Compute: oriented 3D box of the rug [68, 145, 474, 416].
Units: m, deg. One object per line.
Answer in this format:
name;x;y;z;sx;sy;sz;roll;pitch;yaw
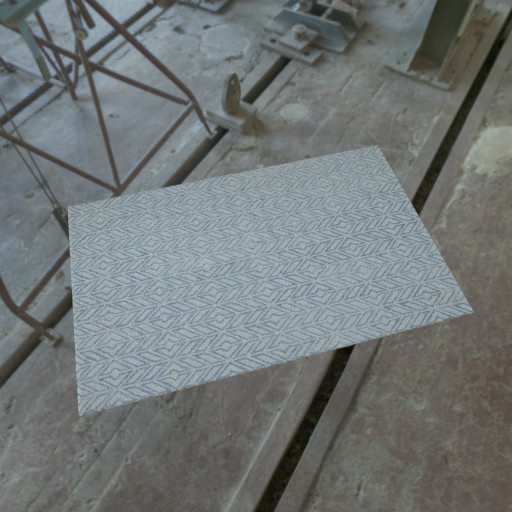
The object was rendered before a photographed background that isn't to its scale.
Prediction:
rug;0.000;0.000;3.019;2.441;0.008;1.526;-13;59;-8
